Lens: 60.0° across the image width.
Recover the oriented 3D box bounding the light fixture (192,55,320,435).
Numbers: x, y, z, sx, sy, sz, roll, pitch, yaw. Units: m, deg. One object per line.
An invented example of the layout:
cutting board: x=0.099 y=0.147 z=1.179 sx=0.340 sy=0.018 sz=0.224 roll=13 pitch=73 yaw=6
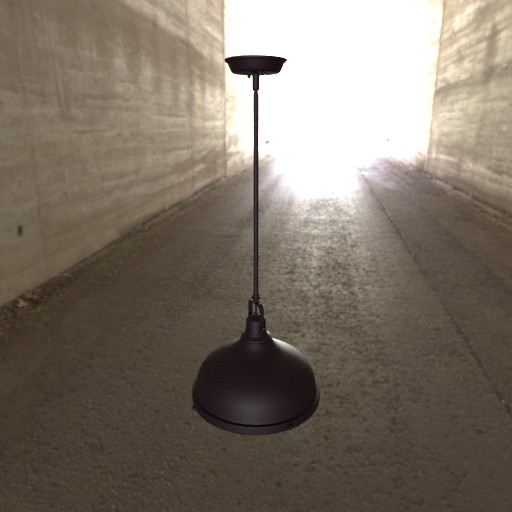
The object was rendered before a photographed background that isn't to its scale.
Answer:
light fixture: x=0.000 y=0.000 z=1.039 sx=0.341 sy=0.849 sz=0.341 roll=-8 pitch=18 yaw=-26
